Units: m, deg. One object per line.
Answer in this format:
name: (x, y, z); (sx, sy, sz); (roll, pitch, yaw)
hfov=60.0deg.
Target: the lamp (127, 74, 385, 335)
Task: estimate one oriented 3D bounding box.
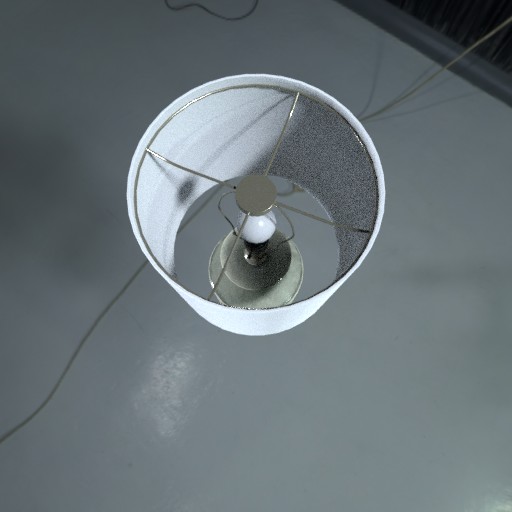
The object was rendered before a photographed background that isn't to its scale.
lamp: (0.000, 0.000, 0.582); (0.211, 0.455, 0.211); (35, 78, 9)
